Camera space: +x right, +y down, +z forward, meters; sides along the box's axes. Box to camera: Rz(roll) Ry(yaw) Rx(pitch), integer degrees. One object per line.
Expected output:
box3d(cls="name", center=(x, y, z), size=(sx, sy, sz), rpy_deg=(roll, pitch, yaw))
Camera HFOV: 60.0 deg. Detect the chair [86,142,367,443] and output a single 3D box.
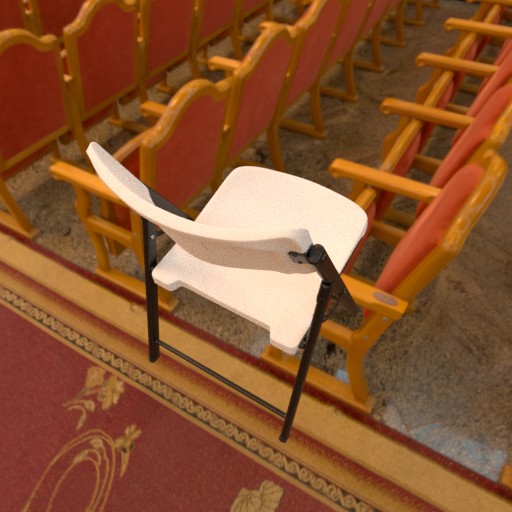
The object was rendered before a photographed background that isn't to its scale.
box3d(cls="chair", center=(0.000, 0.000, 1.107), size=(0.482, 0.765, 0.577), rpy_deg=(24, 52, 20))
